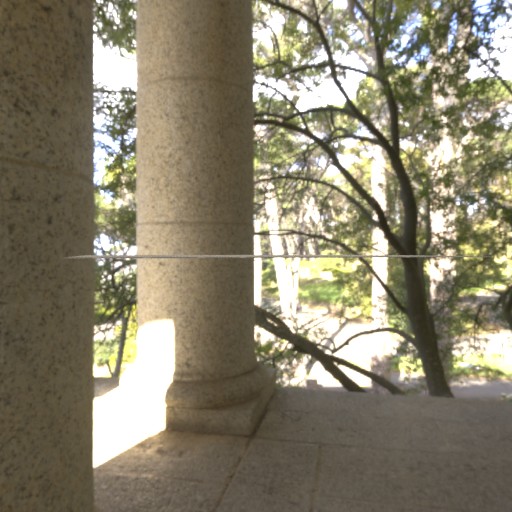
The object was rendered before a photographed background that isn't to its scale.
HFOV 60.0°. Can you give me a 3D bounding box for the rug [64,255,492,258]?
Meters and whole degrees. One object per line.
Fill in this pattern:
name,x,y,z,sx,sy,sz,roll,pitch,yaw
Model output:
rug,0.000,0.000,3.887,2.892,0.006,2.283,0,0,-18
